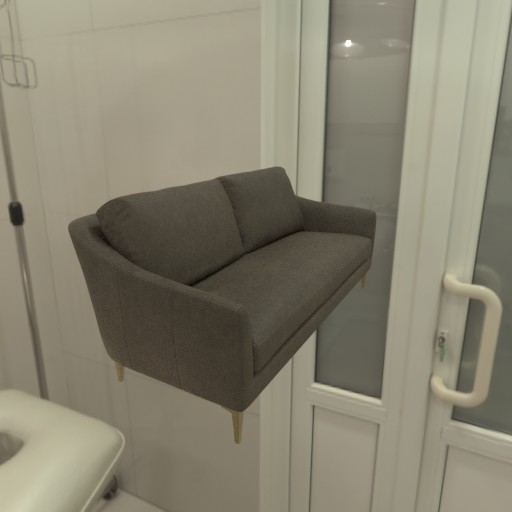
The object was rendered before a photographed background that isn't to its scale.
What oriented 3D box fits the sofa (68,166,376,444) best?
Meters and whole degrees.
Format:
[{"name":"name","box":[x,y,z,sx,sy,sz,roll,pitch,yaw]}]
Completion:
[{"name":"sofa","box":[0.000,0.000,2.605,0.960,0.902,2.036,8,18,26]}]
